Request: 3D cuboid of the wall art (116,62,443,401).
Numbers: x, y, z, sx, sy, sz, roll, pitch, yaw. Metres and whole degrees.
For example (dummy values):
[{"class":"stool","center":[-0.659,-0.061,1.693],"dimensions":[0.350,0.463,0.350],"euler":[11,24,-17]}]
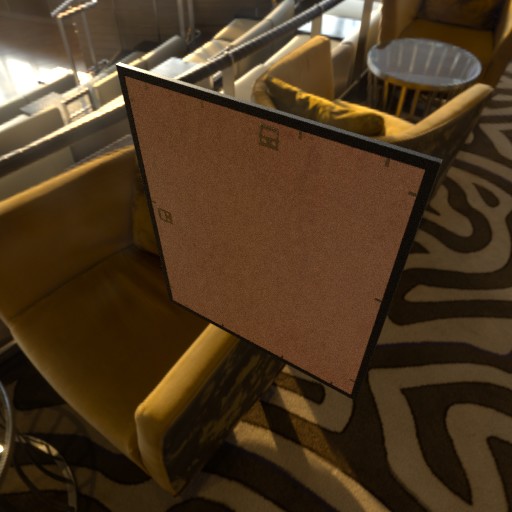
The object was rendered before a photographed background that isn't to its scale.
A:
[{"class":"wall art","center":[0.000,0.000,0.904],"dimensions":[0.559,0.660,0.018],"euler":[24,51,21]}]
